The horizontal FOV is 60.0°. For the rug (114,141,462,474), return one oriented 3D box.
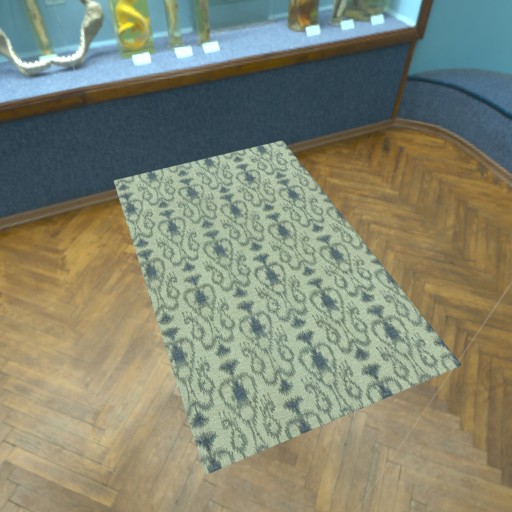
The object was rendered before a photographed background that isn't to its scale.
[{"bbox_3d":[0.000,0.000,2.084,1.035,0.006,1.652,-17,50,-15],"label":"rug"}]
